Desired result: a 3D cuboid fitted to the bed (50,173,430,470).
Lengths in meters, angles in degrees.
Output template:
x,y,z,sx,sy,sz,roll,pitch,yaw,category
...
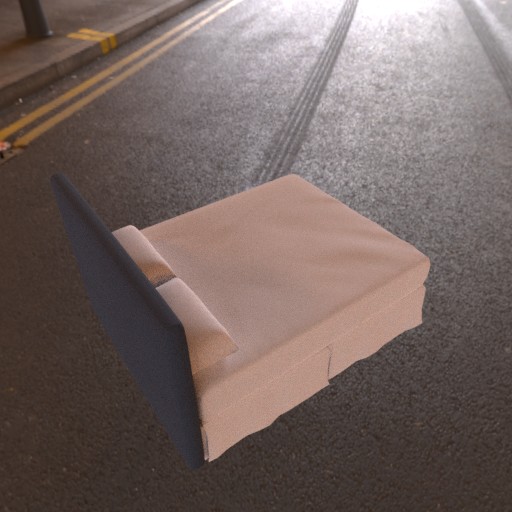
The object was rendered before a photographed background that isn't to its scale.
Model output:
x,y,z,sx,sy,sz,roll,pitch,yaw,category
0.000,0.000,3.240,2.162,1.330,1.713,-25,46,-27,bed
